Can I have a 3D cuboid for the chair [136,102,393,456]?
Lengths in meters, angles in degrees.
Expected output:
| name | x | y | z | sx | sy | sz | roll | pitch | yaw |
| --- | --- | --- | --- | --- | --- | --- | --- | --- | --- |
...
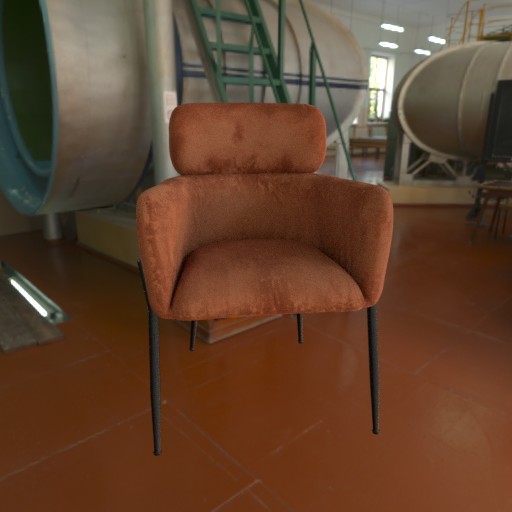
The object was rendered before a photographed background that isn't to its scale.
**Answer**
| name | x | y | z | sx | sy | sz | roll | pitch | yaw |
| --- | --- | --- | --- | --- | --- | --- | --- | --- | --- |
| chair | 0.000 | 0.000 | 1.161 | 0.561 | 0.772 | 0.523 | -2 | 18 | -7 |
